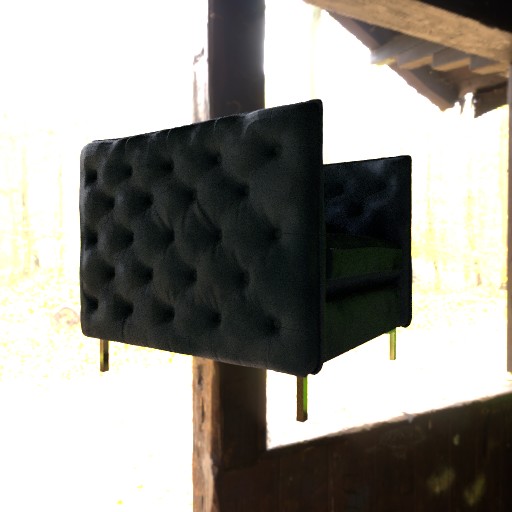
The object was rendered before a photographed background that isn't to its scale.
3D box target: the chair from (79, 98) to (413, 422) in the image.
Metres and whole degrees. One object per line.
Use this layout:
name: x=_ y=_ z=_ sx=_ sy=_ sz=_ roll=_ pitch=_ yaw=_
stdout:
chair: x=0.000 y=0.000 z=1.553 sx=0.877 sy=0.771 sz=0.868 roll=1 pitch=1 yaw=34
